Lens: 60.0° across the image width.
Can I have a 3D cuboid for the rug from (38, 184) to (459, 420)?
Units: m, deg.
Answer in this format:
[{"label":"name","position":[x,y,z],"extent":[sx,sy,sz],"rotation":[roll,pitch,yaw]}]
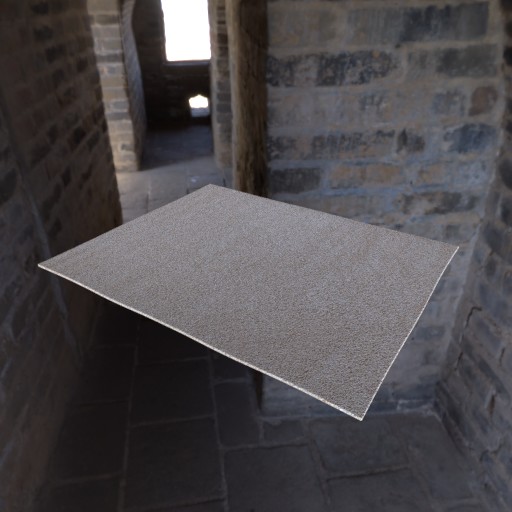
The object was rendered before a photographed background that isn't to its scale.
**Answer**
[{"label":"rug","position":[0.000,0.000,4.036],"extent":[3.000,0.026,2.400],"rotation":[18,34,29]}]
